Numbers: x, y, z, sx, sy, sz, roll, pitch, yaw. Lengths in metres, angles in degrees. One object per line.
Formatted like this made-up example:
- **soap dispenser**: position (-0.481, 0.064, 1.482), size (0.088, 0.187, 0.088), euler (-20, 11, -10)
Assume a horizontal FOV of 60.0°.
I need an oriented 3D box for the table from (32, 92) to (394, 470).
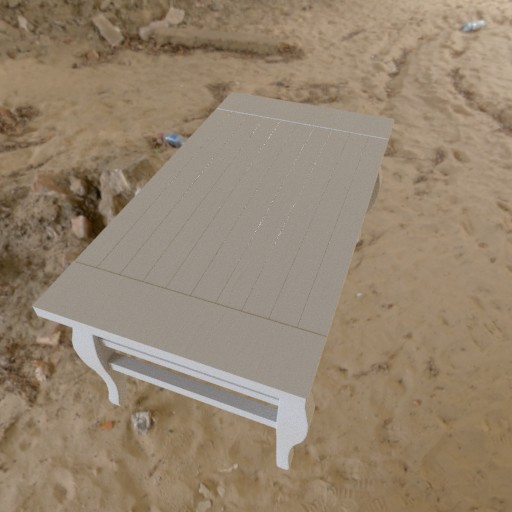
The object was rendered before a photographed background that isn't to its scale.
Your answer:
- **table**: position (0.000, 0.000, 1.362), size (0.600, 0.495, 1.062), euler (15, 47, 14)
